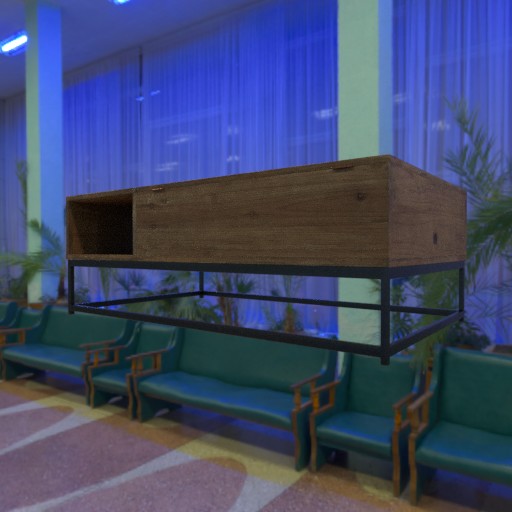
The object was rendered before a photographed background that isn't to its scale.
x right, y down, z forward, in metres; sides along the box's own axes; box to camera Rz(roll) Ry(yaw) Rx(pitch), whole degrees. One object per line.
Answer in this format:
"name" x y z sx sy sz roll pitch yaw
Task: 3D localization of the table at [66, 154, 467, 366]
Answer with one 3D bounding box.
"table" 0.000 0.000 1.408 1.101 0.395 0.655 1 1 37
